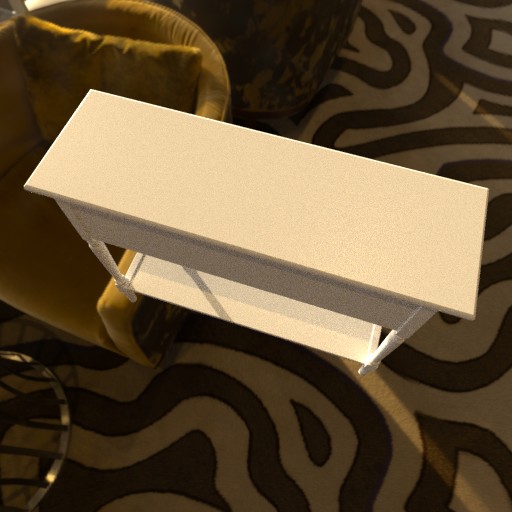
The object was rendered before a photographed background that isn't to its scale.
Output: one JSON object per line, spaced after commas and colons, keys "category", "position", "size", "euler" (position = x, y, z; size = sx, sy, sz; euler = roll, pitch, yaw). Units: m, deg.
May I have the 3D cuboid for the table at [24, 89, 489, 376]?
{"category": "table", "position": [0.000, 0.000, 1.546], "size": [1.191, 0.814, 0.386], "euler": [16, 64, 8]}
